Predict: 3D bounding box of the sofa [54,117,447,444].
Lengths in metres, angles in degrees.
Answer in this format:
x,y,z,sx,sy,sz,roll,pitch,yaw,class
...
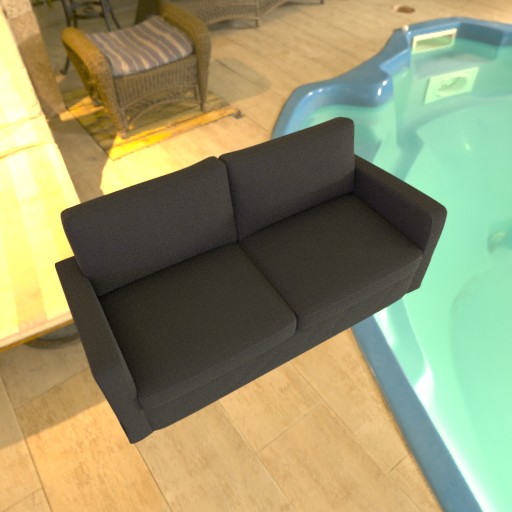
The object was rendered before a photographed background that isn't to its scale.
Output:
x,y,z,sx,sy,sz,roll,pitch,yaw,class
0.000,0.000,2.317,1.852,0.839,0.898,-24,52,-20,sofa
